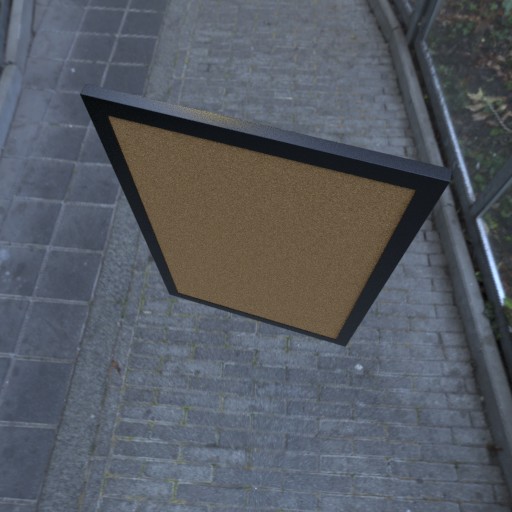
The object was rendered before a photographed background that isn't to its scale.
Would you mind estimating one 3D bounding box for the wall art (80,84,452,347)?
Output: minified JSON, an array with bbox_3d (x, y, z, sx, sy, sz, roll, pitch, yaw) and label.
[{"bbox_3d":[0.000,0.000,0.823,0.462,0.656,0.019,15,63,8],"label":"wall art"}]
